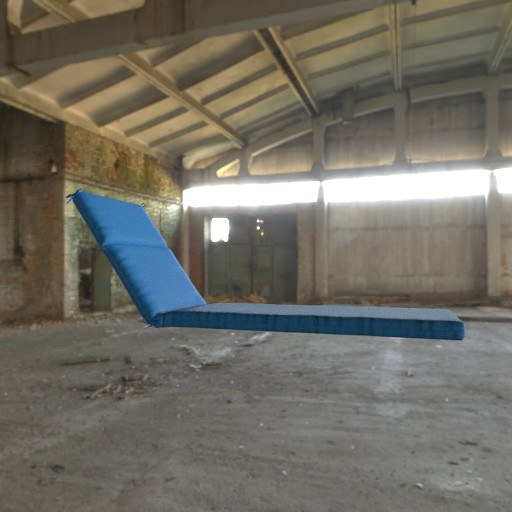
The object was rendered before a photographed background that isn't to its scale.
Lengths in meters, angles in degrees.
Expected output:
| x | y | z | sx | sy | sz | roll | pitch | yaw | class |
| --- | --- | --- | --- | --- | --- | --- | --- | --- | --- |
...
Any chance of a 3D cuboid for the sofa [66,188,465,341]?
| x | y | z | sx | sy | sz | roll | pitch | yaw | class |
| --- | --- | --- | --- | --- | --- | --- | --- | --- | --- |
| 0.000 | 0.000 | 2.002 | 1.663 | 0.622 | 0.582 | -1 | -2 | 18 | sofa |
